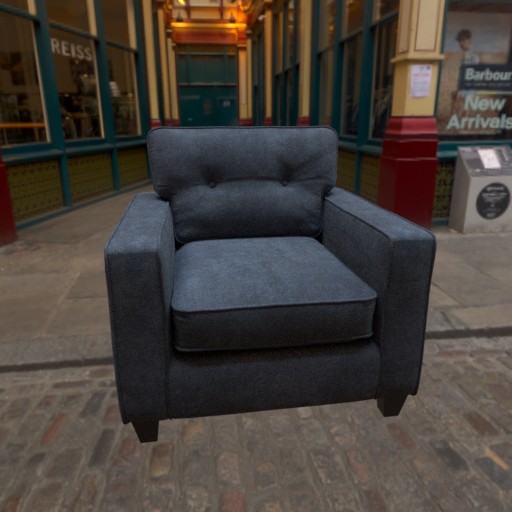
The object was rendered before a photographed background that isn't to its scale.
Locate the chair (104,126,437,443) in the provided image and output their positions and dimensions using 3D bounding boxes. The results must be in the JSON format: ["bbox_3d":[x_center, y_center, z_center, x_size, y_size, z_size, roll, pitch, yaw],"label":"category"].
[{"bbox_3d":[0.000,0.000,1.745,1.015,0.965,0.939,-3,18,-8],"label":"chair"}]
